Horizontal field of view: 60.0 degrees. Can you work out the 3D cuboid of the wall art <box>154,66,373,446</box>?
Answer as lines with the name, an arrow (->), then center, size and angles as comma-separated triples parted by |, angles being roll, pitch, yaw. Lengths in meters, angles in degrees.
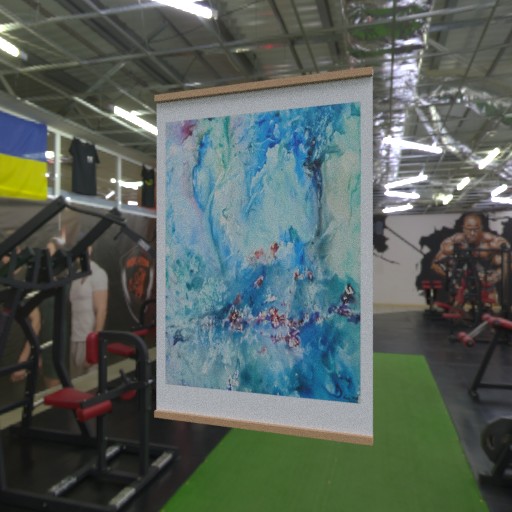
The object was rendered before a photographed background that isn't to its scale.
wall art -> 0.000, 0.000, 0.656 | 0.335, 0.510, 0.013 | 0, 0, 18
